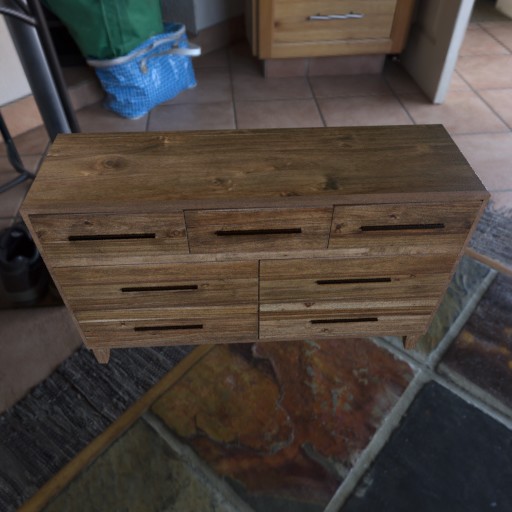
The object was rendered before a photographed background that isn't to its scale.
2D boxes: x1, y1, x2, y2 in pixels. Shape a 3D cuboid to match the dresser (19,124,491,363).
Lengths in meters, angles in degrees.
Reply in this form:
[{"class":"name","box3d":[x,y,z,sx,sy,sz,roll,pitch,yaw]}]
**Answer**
[{"class":"dresser","box3d":[0.000,0.000,1.768,1.400,0.873,0.446,-2,45,-2]}]
